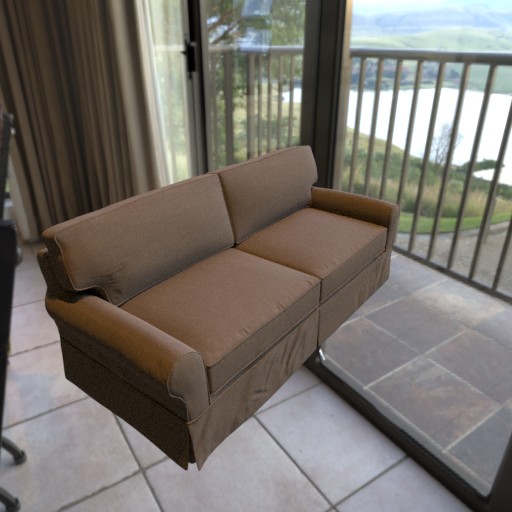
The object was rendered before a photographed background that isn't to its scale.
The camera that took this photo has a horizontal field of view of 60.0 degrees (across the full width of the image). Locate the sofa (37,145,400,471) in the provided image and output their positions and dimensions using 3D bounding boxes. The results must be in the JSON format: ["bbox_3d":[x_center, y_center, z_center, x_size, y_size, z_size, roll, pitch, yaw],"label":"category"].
[{"bbox_3d":[0.000,0.000,2.686,0.991,0.943,2.248,19,33,33],"label":"sofa"}]
